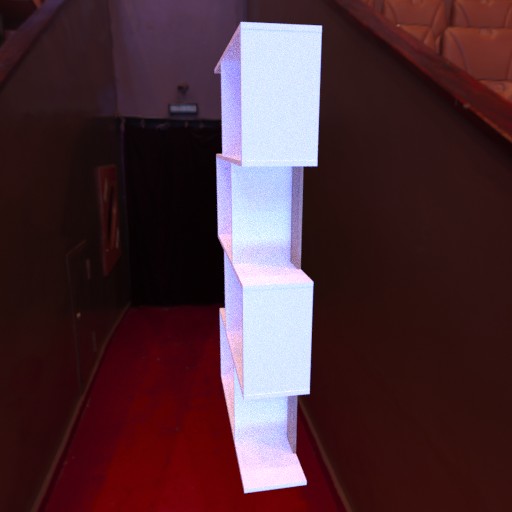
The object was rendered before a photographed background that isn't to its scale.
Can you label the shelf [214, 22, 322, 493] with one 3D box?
[{"bbox_3d":[0.000,0.000,1.948,0.250,1.650,0.890,-3,15,-10],"label":"shelf"}]
